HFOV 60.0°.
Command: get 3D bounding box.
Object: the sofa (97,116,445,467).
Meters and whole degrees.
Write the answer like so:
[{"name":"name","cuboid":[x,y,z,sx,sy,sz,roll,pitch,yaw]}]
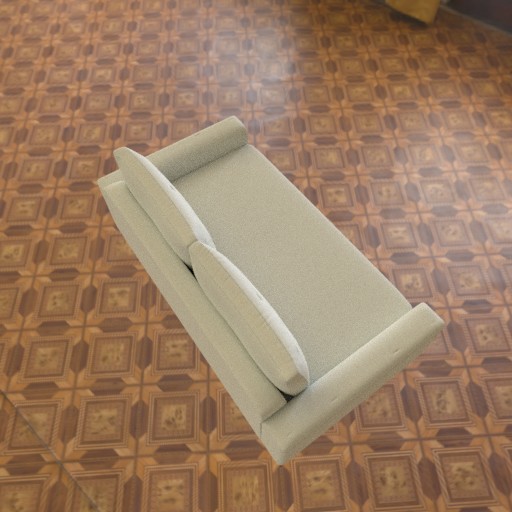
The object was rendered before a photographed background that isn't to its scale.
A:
[{"name":"sofa","cuboid":[0.000,0.000,2.225,0.920,0.790,1.650,-31,63,-18]}]
